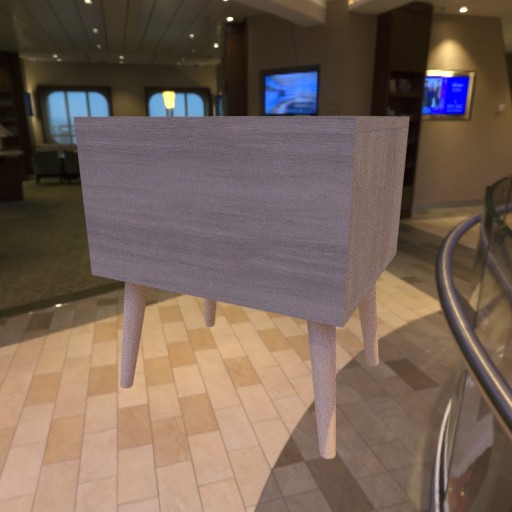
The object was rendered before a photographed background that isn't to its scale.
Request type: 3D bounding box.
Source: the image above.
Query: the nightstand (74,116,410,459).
[{"bbox_3d":[0.000,0.000,0.835,0.450,0.500,0.380,9,19,26],"label":"nightstand"}]
